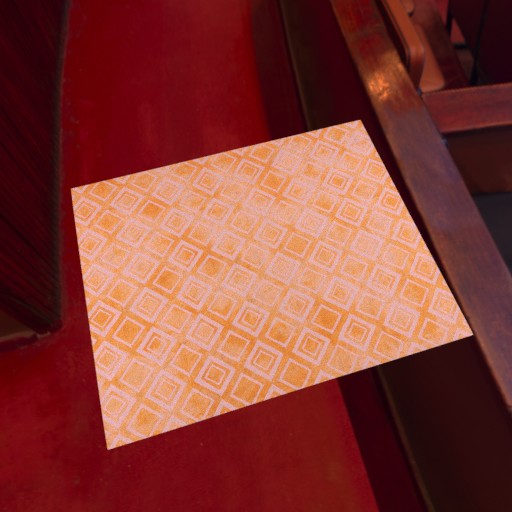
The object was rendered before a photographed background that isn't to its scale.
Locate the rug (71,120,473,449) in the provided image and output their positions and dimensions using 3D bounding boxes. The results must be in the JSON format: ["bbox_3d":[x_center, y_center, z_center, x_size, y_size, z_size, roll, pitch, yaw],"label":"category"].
[{"bbox_3d":[0.000,0.000,3.989,3.037,0.011,2.433,-15,65,-7],"label":"rug"}]
